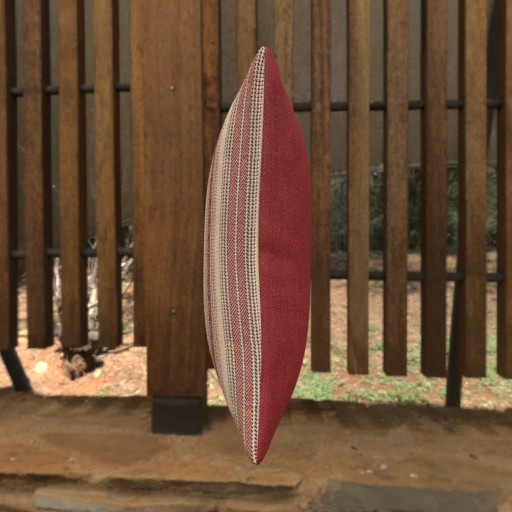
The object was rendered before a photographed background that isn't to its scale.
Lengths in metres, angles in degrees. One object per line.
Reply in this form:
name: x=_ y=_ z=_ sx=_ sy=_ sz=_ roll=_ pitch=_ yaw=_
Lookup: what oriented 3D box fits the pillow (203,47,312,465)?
pillow: x=0.000 y=0.000 z=0.777 sx=0.166 sy=0.497 sz=0.513 roll=0 pitch=0 yaw=-1
